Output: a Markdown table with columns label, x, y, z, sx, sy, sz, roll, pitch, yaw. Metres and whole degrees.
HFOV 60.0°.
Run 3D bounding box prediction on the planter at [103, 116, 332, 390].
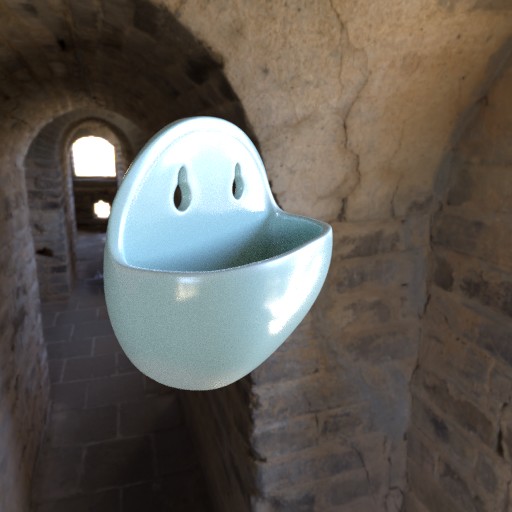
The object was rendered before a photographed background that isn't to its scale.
| label | x | y | z | sx | sy | sz | roll | pitch | yaw |
| --- | --- | --- | --- | --- | --- | --- | --- | --- | --- |
| planter | 0.000 | 0.000 | 0.269 | 0.073 | 0.164 | 0.189 | 7 | 15 | 25 |
